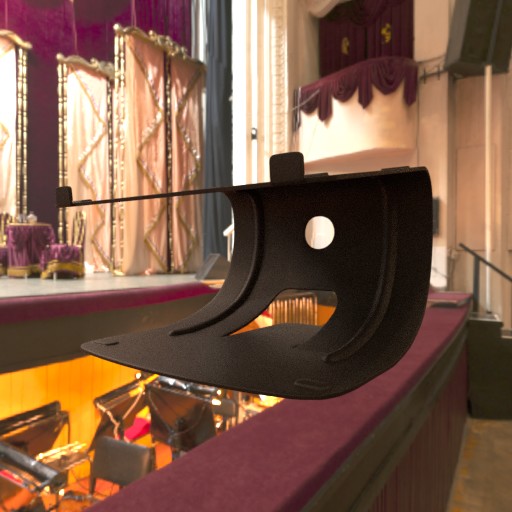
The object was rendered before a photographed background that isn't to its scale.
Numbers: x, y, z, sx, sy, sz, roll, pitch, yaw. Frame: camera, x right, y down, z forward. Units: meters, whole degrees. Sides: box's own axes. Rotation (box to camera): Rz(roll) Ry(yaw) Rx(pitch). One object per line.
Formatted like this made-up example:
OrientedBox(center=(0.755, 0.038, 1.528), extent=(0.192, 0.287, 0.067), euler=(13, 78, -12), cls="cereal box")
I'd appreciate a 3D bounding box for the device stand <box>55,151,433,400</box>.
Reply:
OrientedBox(center=(0.000, 0.000, 0.385), extent=(0.256, 0.155, 0.236), euler=(1, 1, 36), cls="device stand")
